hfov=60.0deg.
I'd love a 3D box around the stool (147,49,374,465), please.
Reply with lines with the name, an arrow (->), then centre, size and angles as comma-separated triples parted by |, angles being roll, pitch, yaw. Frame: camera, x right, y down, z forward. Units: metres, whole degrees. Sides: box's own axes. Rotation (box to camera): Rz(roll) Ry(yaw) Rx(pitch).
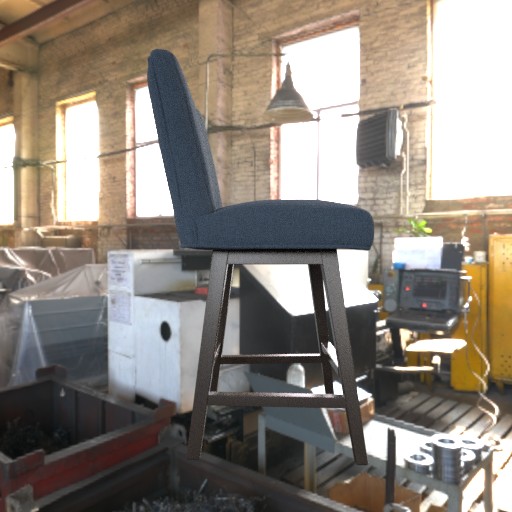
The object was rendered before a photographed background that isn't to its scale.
stool -> 0.000, 0.000, 1.302 | 0.574, 1.000, 0.514 | 0, 1, 0
